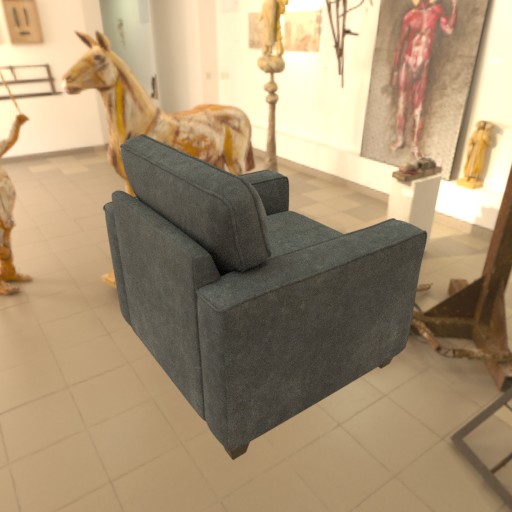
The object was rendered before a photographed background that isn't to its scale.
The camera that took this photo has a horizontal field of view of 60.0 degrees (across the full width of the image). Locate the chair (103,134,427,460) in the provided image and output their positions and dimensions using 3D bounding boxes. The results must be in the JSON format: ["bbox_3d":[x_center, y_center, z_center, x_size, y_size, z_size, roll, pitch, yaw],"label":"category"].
[{"bbox_3d":[0.000,0.000,1.866,0.939,0.965,1.015,-18,32,-31],"label":"chair"}]
